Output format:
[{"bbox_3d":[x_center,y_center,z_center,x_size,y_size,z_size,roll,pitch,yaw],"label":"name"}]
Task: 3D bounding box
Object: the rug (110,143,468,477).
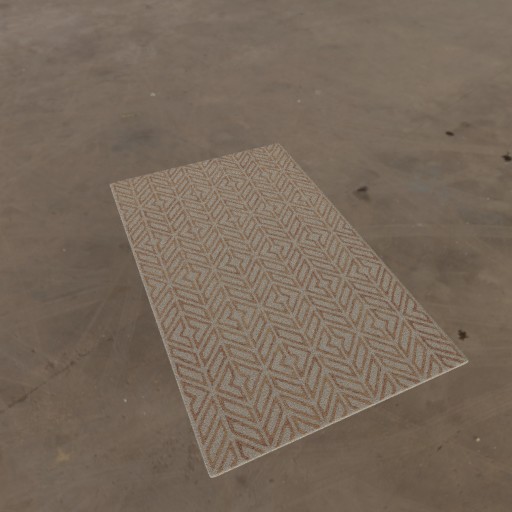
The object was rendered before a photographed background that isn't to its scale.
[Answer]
[{"bbox_3d":[0.000,0.000,3.021,1.523,0.008,2.438,-17,49,-16],"label":"rug"}]
